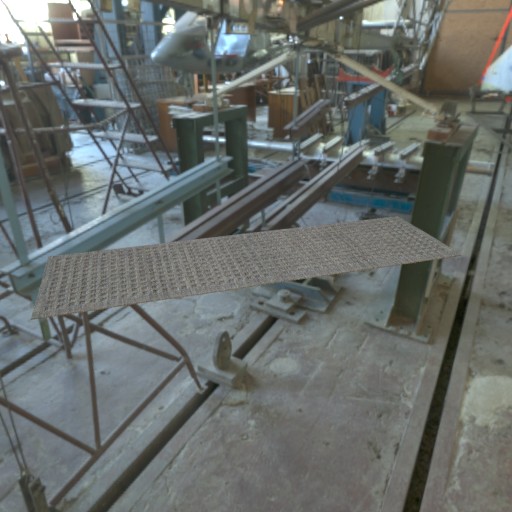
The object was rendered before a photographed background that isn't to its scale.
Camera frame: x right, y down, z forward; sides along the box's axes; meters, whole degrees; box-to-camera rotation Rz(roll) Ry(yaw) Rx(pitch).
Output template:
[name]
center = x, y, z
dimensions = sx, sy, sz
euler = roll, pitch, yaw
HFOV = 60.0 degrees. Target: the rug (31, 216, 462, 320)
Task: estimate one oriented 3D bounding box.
[rug]
center = 0.000, 0.000, 2.720
dimensions = 2.443, 0.009, 0.706
euler = -7, 27, -15
